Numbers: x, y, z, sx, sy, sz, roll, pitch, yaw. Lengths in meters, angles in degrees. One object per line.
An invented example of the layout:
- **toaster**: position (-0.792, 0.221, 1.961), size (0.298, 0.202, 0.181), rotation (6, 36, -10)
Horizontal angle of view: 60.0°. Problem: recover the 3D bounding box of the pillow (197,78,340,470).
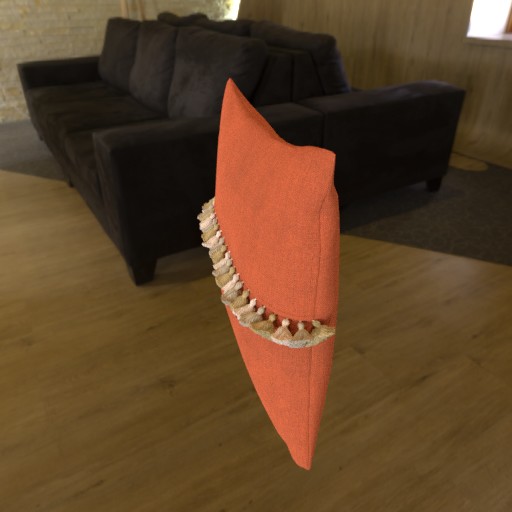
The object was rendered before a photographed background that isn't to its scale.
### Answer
- **pillow**: position (0.000, 0.000, 0.732), size (0.165, 0.482, 0.490), rotation (-8, 32, -13)
